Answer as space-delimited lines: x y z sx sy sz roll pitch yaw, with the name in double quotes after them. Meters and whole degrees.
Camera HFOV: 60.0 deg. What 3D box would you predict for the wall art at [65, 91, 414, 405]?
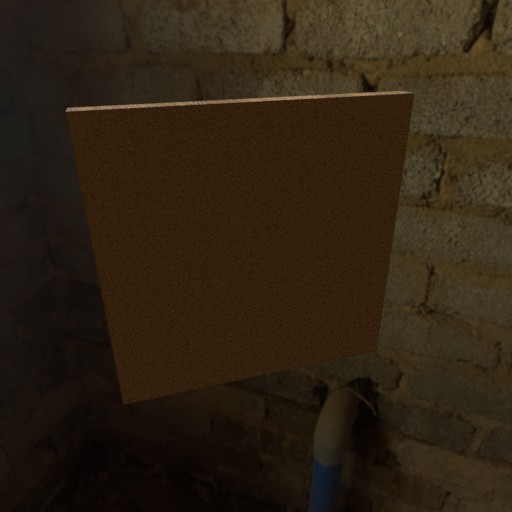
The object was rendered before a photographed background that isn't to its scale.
0.000 0.000 0.899 0.611 0.608 0.042 -8 28 -15 "wall art"
